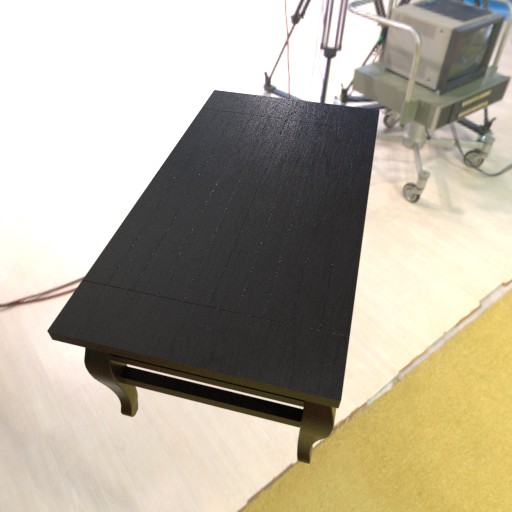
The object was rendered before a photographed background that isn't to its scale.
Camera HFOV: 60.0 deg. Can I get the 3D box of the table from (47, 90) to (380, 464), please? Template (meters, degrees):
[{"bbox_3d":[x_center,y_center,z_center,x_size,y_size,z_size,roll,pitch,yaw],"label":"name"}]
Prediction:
[{"bbox_3d":[0.000,0.000,1.362,0.600,0.494,1.062,11,47,10],"label":"table"}]
